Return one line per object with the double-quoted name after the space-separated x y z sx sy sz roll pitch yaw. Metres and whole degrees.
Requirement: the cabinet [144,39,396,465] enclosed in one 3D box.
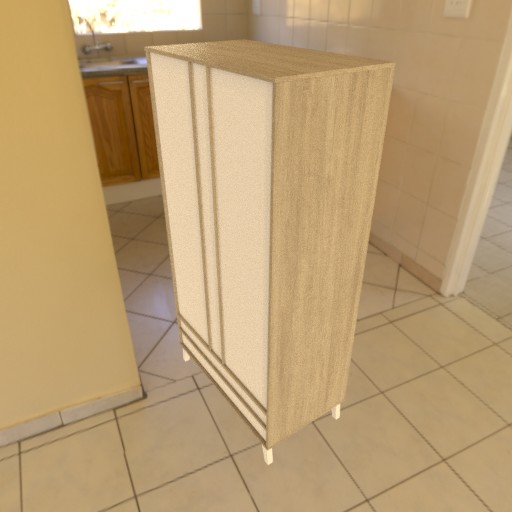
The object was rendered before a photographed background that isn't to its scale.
0.000 0.000 2.390 0.571 1.999 1.006 -20 37 -30 "cabinet"
